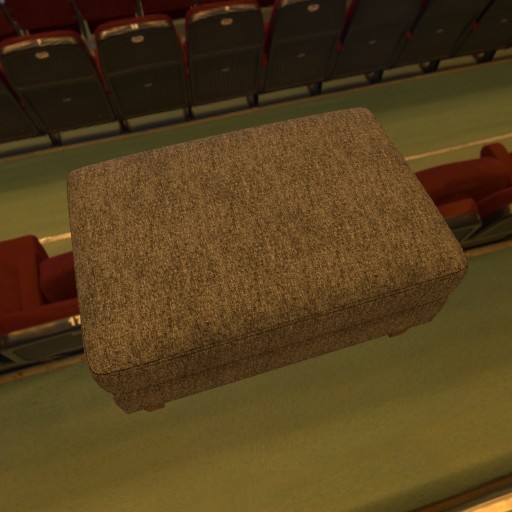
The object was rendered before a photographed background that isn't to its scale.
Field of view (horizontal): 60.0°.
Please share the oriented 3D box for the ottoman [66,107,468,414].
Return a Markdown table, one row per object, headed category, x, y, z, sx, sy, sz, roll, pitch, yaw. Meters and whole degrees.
| category | x | y | z | sx | sy | sz | roll | pitch | yaw |
| --- | --- | --- | --- | --- | --- | --- | --- | --- | --- |
| ottoman | 0.000 | 0.000 | 1.201 | 0.864 | 0.483 | 0.584 | -15 | 60 | -9 |
